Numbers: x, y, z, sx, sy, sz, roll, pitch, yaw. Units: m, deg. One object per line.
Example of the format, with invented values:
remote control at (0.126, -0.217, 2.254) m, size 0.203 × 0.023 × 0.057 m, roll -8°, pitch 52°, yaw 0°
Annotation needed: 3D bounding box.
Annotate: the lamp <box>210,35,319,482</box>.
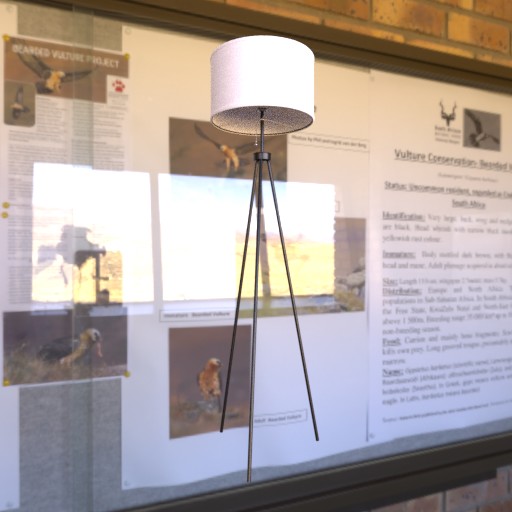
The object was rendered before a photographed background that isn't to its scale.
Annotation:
lamp at (0.000, 0.000, 1.766) m, size 0.458 × 1.545 × 0.448 m, roll 0°, pitch 1°, yaw 36°
